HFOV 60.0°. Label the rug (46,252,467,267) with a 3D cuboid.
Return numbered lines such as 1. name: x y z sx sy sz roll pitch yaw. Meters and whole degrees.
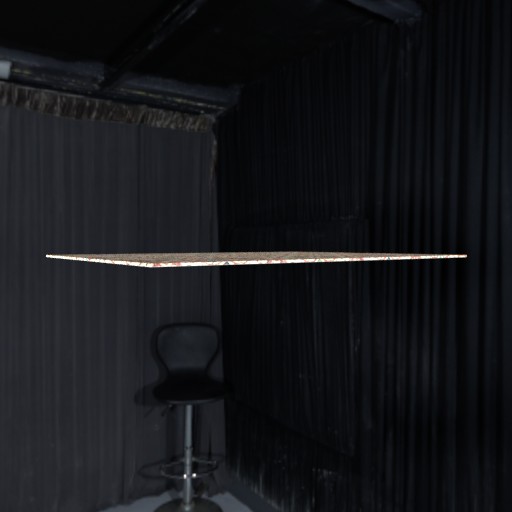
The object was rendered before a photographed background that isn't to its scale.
1. rug: 0.000 0.000 4.246 3.215 0.020 2.446 -1 2 -37
